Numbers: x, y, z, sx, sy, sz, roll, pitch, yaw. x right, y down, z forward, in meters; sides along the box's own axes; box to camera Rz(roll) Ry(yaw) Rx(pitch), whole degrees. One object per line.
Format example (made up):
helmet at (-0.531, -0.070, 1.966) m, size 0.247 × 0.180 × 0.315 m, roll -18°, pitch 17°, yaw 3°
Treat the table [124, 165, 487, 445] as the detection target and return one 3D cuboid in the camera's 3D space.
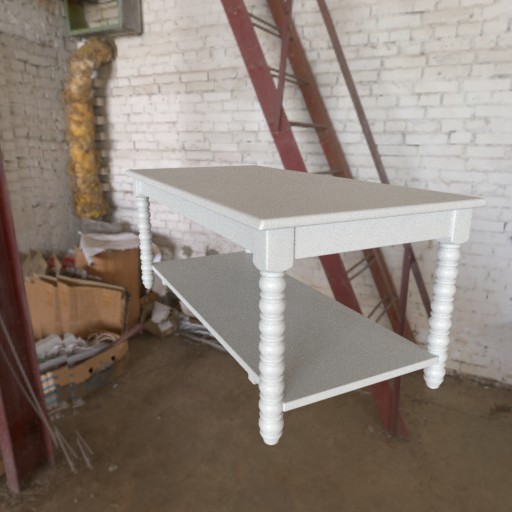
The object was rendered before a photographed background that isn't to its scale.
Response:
table at (0.000, 0.000, 1.431) m, size 0.580 × 0.487 × 1.171 m, roll -8°, pitch 17°, yaw -26°
